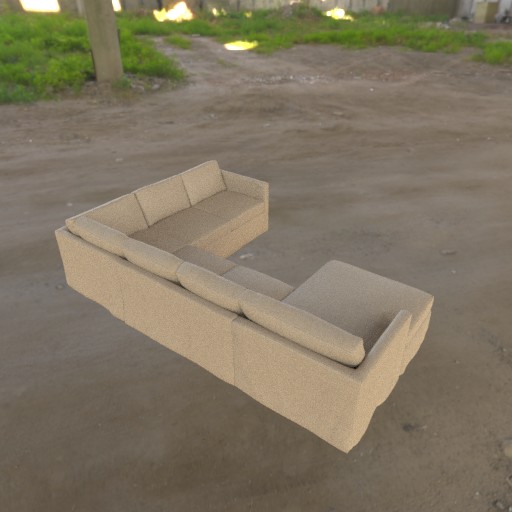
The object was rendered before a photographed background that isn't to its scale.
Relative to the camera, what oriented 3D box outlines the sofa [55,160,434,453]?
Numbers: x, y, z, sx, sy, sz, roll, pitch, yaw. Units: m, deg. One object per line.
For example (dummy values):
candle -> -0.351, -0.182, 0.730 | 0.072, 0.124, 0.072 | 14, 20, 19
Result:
sofa -> 0.000, 0.000, 4.654 | 3.528, 0.878, 2.476 | 21, 37, 31
